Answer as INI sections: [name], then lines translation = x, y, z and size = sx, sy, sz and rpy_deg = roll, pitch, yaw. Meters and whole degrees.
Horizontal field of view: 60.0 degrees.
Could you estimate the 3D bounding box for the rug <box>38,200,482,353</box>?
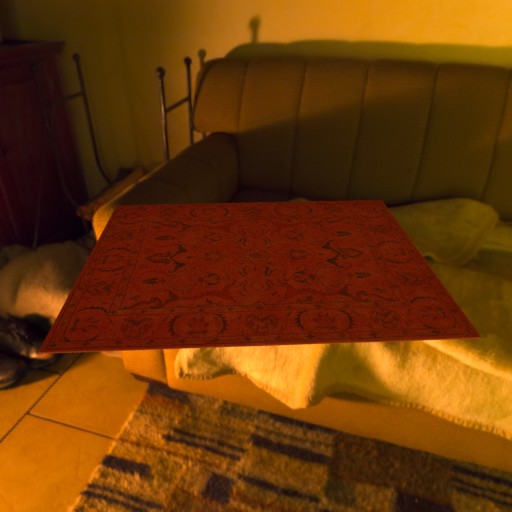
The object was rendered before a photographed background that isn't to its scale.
[rug]
translation = 0.000, 0.000, 3.902
size = 2.929, 0.012, 2.300
rpy_deg = -1, 31, -2
